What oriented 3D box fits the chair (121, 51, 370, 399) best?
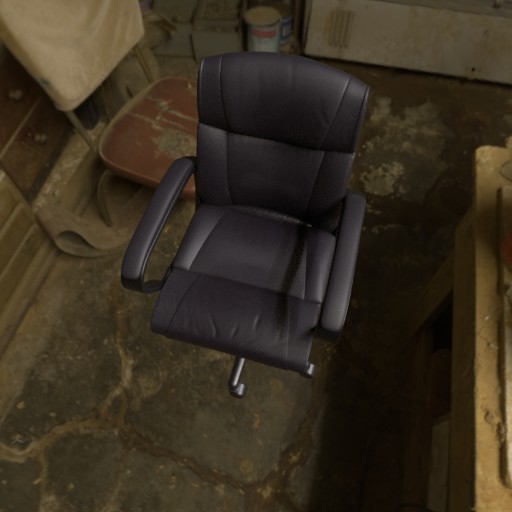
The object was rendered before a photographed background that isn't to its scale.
[{"bbox_3d":[0.000,0.000,1.382,0.576,0.998,0.641,13,59,8],"label":"chair"}]
